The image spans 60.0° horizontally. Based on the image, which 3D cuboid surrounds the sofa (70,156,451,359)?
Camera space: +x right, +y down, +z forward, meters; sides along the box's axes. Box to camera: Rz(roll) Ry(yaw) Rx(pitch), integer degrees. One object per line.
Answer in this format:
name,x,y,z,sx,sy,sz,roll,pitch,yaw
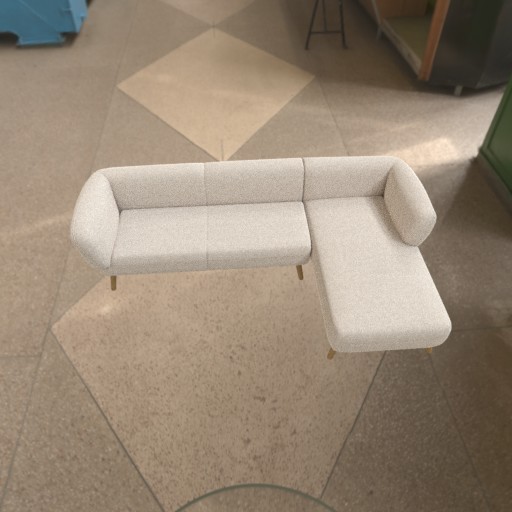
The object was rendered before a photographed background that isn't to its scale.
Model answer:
sofa,0.000,0.000,3.383,2.660,0.730,1.610,-3,47,-3
